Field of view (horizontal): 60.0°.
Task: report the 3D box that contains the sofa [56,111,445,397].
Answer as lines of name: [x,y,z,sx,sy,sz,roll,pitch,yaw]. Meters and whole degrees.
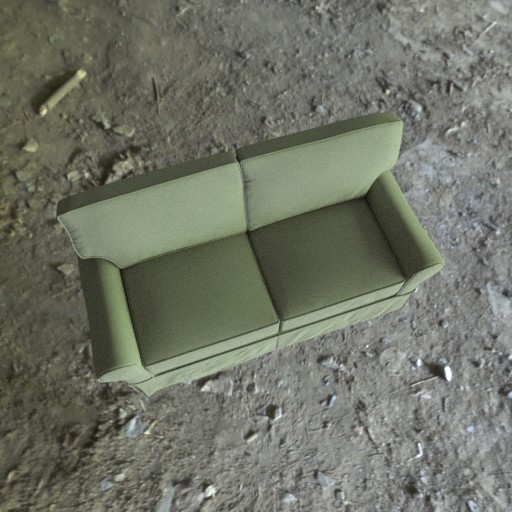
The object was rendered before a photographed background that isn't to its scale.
sofa: [0.000,0.000,2.359,1.823,1.024,0.841,-17,66,-8]
